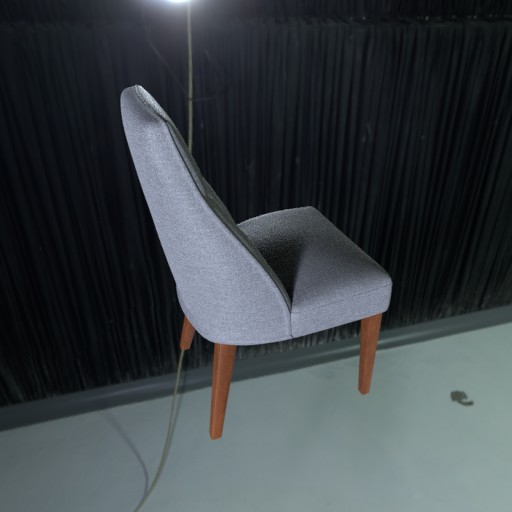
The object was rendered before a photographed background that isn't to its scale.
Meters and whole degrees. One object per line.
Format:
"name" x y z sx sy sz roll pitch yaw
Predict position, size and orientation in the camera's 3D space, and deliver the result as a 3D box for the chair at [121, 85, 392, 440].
"chair" 0.000 0.000 1.286 0.620 0.930 0.500 -11 34 -18
